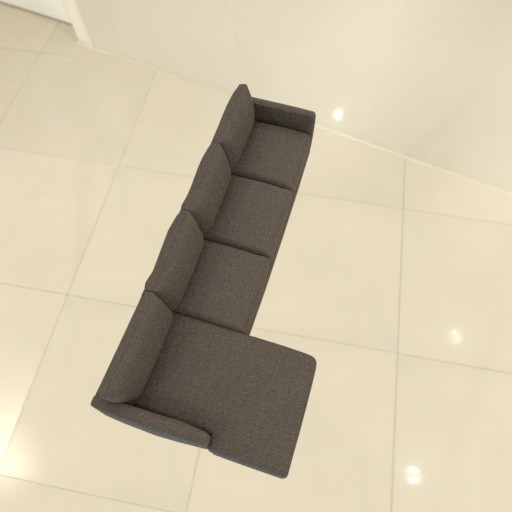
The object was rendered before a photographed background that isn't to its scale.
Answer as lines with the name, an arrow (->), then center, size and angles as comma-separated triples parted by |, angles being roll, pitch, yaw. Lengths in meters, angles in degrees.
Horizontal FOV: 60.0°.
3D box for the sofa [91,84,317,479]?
sofa -> 0.000, 0.000, 3.287 | 1.258, 0.754, 2.731 | 16, 65, 8
